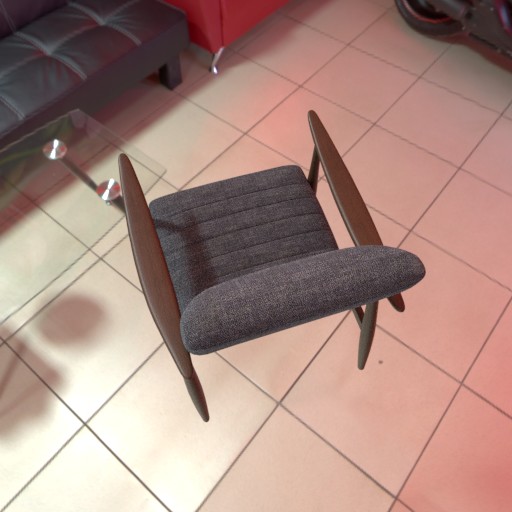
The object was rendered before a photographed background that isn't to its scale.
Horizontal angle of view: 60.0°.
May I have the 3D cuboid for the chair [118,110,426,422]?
[{"bbox_3d":[0.000,0.000,1.462,0.741,0.832,0.798,-16,60,-9],"label":"chair"}]
